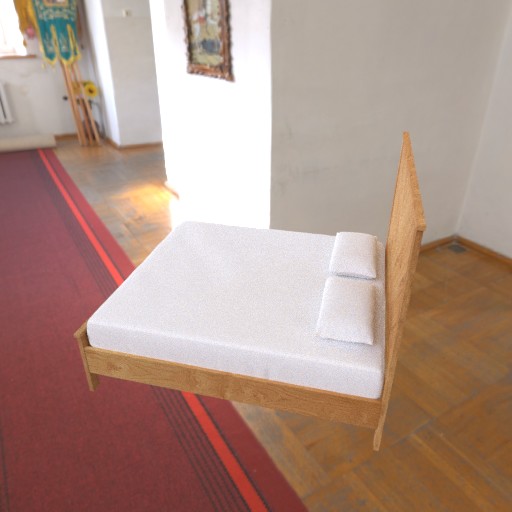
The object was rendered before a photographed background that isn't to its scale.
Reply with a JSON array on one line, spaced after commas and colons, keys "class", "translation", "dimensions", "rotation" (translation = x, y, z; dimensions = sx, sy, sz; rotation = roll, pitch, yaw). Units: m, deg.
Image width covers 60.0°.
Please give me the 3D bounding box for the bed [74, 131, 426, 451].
[{"class": "bed", "translation": [0.000, 0.000, 4.161], "dimensions": [2.530, 1.938, 2.225], "rotation": [7, 30, 12]}]
